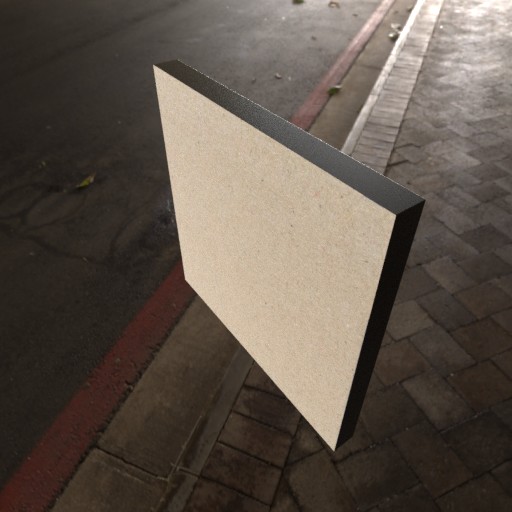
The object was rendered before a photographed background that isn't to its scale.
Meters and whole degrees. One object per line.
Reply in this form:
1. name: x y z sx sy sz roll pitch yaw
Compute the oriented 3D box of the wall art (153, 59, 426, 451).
1. wall art: 0.000 0.000 0.480 0.029 0.318 0.327 -26 48 -26
